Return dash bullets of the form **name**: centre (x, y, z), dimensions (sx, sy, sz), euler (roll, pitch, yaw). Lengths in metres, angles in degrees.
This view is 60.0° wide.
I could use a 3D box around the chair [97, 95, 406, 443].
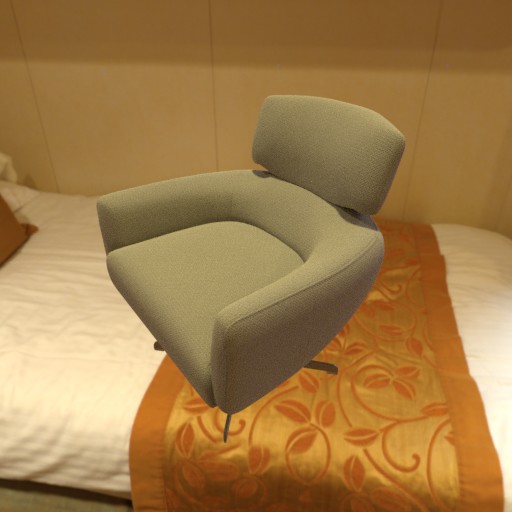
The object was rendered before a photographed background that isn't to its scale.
- **chair**: centre (0.000, 0.000, 1.336), dimensions (0.730, 0.810, 0.760), euler (-21, 37, -30)
